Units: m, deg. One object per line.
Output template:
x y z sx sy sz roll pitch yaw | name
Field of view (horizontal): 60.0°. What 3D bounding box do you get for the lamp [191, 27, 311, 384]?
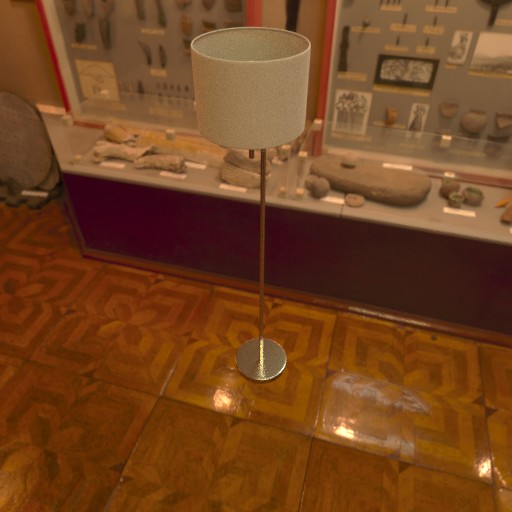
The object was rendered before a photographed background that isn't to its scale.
0.000 0.000 1.753 0.324 1.600 0.416 12 42 13 | lamp
